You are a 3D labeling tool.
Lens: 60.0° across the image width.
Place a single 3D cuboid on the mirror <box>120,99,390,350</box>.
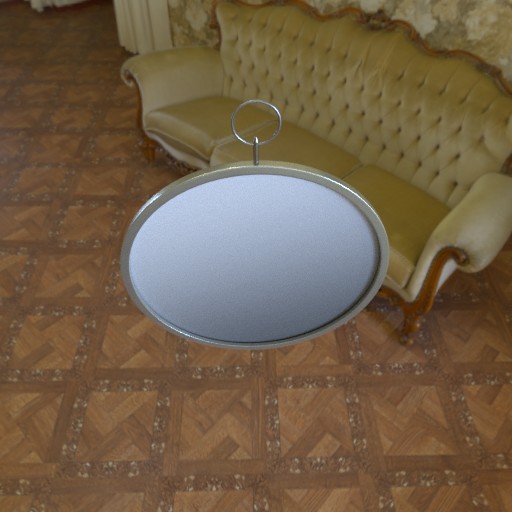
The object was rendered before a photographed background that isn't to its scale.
[{"bbox_3d":[0.000,0.000,0.962,0.594,0.713,0.020,-2,46,-2],"label":"mirror"}]
